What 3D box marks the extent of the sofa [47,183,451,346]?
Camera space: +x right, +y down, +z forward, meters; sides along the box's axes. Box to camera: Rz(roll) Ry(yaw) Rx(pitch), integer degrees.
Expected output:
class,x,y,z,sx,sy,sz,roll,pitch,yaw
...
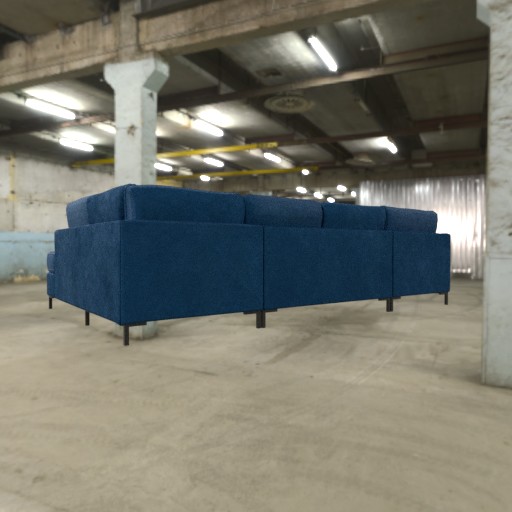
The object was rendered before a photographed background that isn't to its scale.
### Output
class,x,y,z,sx,sy,sz,roll,pitch,yaw
sofa,0.000,0.000,4.349,3.434,0.992,2.055,-1,1,-36
